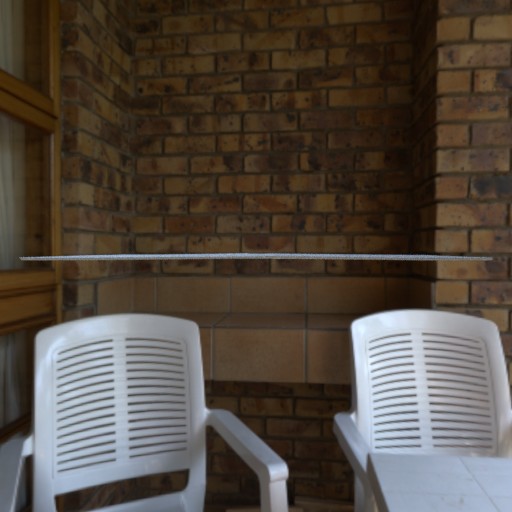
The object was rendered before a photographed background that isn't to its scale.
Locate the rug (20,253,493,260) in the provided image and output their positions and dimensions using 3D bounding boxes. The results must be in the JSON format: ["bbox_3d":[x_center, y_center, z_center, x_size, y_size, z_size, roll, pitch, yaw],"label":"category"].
[{"bbox_3d":[0.000,0.000,2.990,2.338,0.030,1.616,0,1,1],"label":"rug"}]
